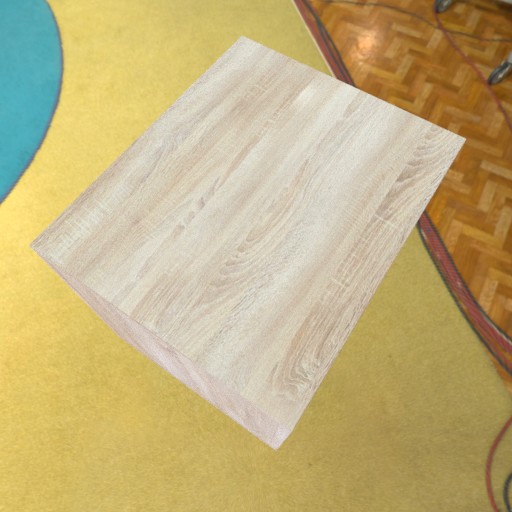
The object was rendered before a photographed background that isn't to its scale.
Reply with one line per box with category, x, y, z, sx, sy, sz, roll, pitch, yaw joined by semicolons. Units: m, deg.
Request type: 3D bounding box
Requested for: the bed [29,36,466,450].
bed;0.000;0.000;0.772;0.401;0.420;0.460;31;68;14
